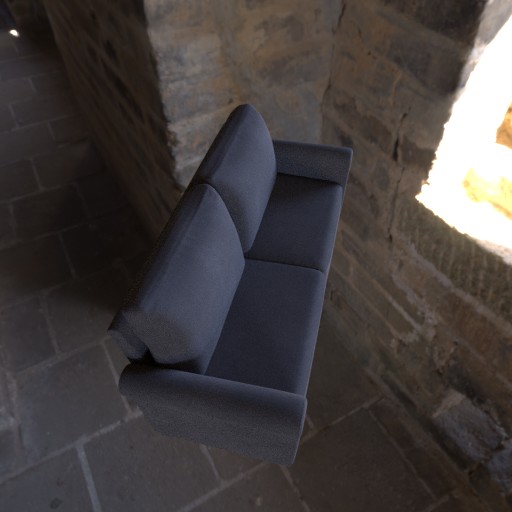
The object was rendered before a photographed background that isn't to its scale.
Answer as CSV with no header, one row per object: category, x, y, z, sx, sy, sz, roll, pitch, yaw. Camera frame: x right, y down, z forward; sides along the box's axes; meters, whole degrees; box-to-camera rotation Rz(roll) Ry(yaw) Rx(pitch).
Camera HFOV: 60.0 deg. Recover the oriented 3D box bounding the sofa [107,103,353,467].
sofa,0.000,0.000,2.467,0.842,0.942,1.935,11,48,10
